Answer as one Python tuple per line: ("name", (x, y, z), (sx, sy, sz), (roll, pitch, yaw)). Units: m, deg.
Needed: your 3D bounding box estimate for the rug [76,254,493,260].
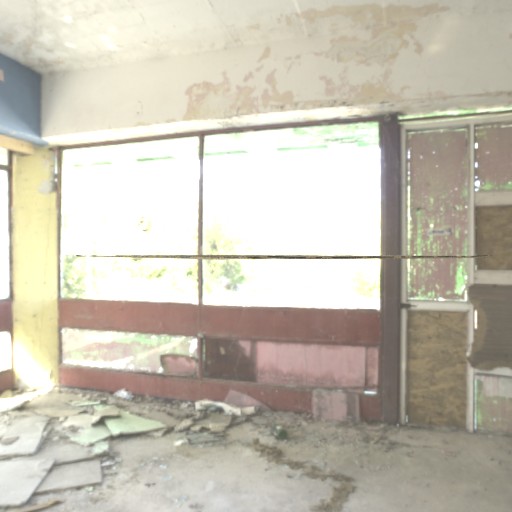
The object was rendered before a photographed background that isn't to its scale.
("rug", (0.000, 0.000, 4.183), (2.443, 0.024, 3.228), (0, 0, -37))
